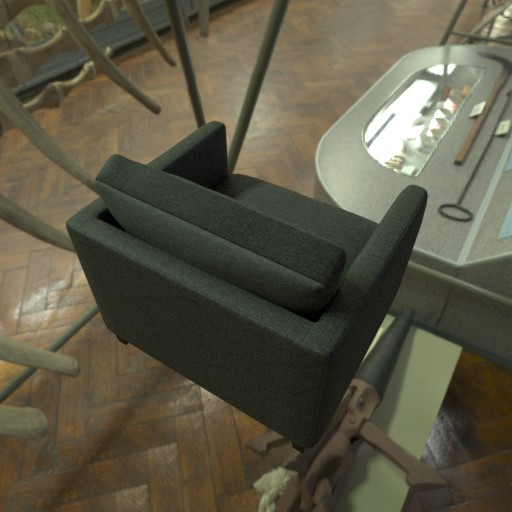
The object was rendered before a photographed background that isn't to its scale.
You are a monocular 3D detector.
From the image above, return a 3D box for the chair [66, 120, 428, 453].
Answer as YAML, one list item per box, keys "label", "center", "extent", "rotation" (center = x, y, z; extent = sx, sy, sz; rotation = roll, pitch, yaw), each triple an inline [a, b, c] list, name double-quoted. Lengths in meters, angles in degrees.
- label: "chair"
  center: [0.000, 0.000, 1.875]
  extent: [1.107, 0.963, 0.959]
  rotation: [24, 49, 22]
